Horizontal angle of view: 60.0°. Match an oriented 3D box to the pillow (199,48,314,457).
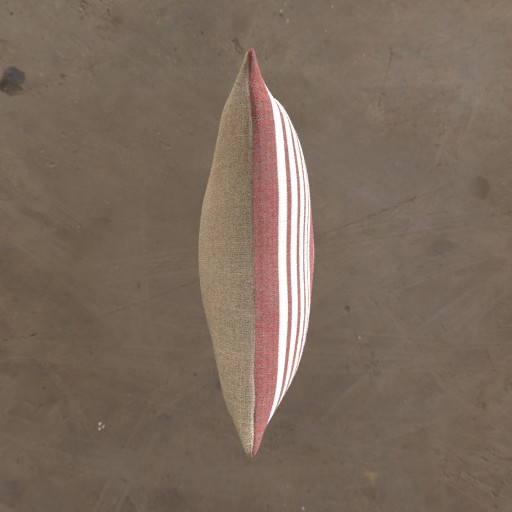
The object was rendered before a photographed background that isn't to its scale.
[{"bbox_3d":[0.000,0.000,0.669,0.182,0.427,0.439,0,90,1],"label":"pillow"}]
